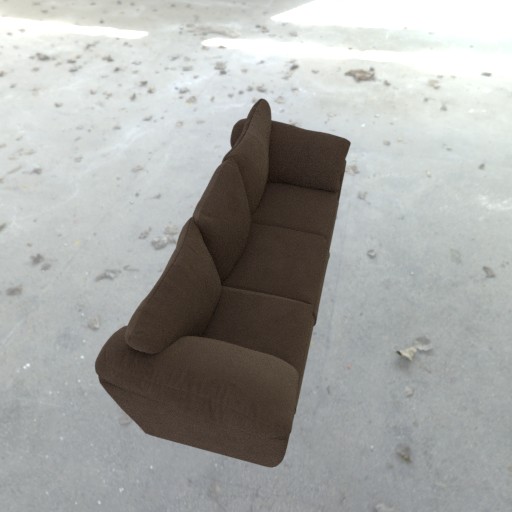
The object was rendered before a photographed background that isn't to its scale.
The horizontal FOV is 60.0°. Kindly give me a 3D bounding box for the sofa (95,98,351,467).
[{"bbox_3d":[0.000,0.000,2.750,0.878,1.015,2.336,10,46,10],"label":"sofa"}]
